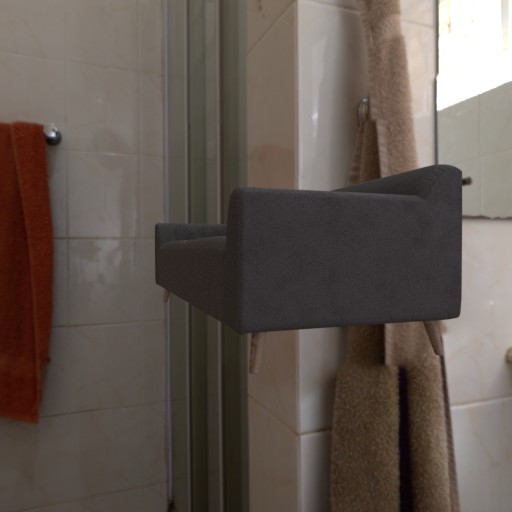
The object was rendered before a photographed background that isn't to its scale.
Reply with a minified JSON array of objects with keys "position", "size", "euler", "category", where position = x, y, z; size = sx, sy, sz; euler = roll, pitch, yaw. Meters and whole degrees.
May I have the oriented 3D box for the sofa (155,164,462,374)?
[{"position":[0.000,0.000,2.553],"size":[0.900,0.740,2.190],"euler":[0,1,-20],"category":"sofa"}]
